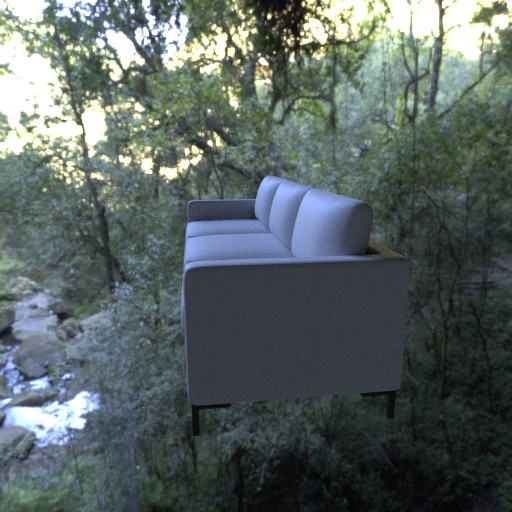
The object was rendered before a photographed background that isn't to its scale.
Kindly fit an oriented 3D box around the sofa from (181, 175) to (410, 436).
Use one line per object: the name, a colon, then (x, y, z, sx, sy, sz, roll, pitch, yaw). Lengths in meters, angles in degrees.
sofa: (0.000, 0.000, 2.686, 0.859, 0.874, 2.218, -2, 13, -8)
